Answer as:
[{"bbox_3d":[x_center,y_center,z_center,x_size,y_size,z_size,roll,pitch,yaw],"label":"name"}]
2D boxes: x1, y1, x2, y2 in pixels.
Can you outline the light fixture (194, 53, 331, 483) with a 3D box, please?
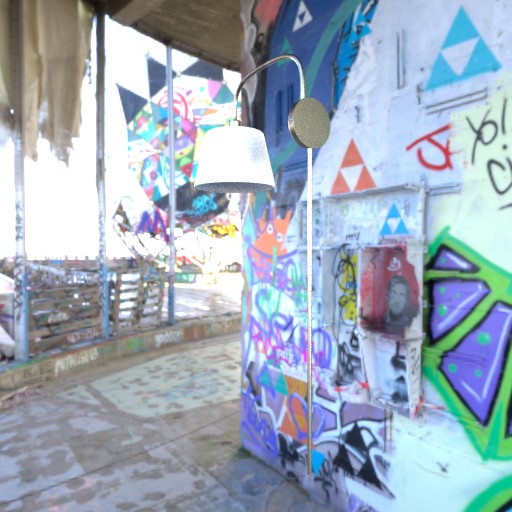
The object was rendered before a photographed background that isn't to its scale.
[{"bbox_3d":[0.000,0.000,0.473,0.092,0.399,0.176,-1,1,-35],"label":"light fixture"}]
